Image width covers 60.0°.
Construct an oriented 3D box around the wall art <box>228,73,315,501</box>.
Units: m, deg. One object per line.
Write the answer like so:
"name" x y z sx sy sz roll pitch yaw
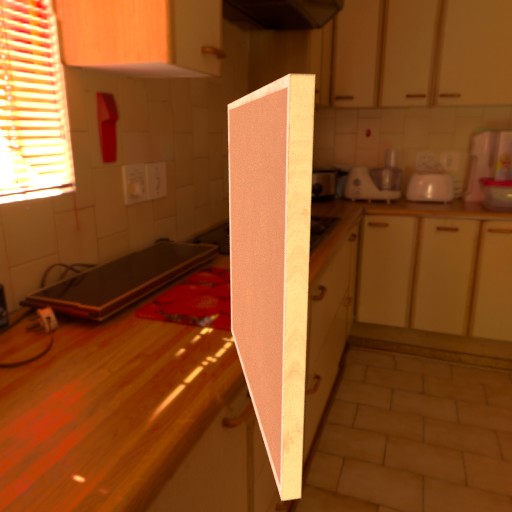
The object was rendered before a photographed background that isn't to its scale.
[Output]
"wall art" 0.000 0.000 1.105 0.038 0.757 0.760 -3 16 -10
